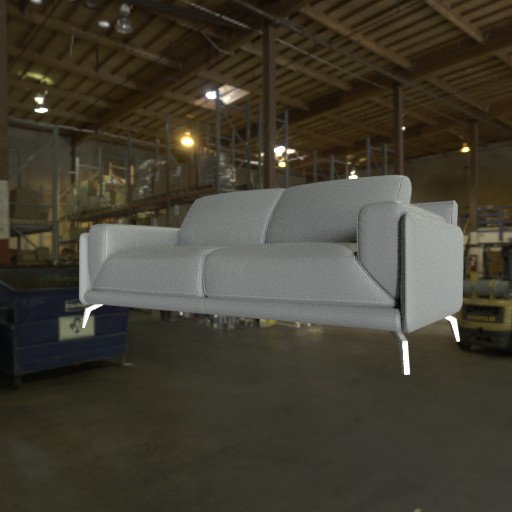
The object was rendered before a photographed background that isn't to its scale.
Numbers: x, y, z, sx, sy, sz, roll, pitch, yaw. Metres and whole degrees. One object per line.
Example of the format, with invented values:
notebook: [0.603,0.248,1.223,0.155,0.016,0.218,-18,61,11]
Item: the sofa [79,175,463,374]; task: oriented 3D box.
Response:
sofa: [0.000,0.000,2.584,2.100,0.900,0.969,-1,-1,35]
